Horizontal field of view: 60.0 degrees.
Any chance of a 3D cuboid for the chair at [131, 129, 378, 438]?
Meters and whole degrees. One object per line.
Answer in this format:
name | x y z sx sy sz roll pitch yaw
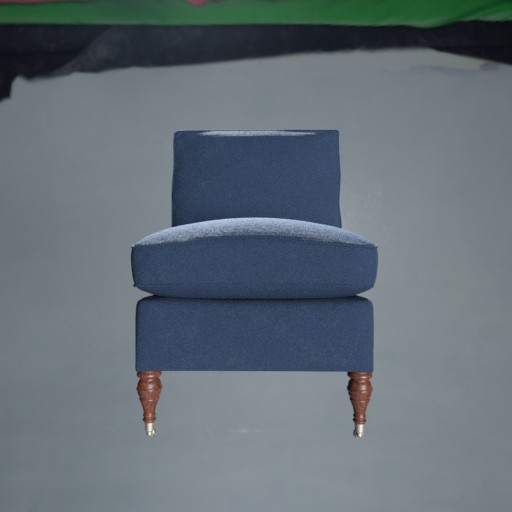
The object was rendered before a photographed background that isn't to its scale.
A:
chair | 0.000 0.000 1.656 0.724 1.052 0.912 0 2 1
